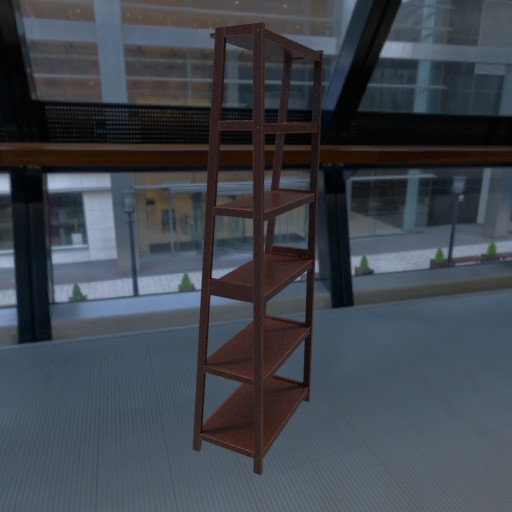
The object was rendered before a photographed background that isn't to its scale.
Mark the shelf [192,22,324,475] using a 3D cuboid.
[{"bbox_3d":[0.000,0.000,2.148,0.381,1.892,0.660,8,18,26],"label":"shelf"}]
